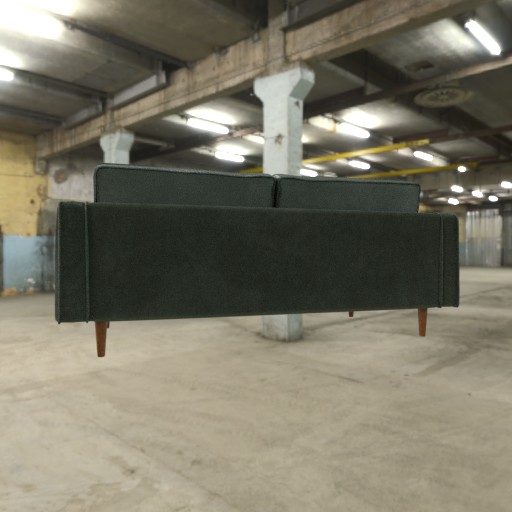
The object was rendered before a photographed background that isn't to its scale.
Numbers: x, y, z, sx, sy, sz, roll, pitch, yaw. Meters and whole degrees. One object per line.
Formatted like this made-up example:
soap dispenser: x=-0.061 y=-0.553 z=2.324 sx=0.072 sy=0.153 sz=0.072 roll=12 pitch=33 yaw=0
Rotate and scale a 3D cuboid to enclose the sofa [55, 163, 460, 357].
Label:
sofa: x=0.000 y=0.000 z=2.283 sx=1.816 sy=0.781 sz=0.886 roll=0 pitch=0 yaw=-17
